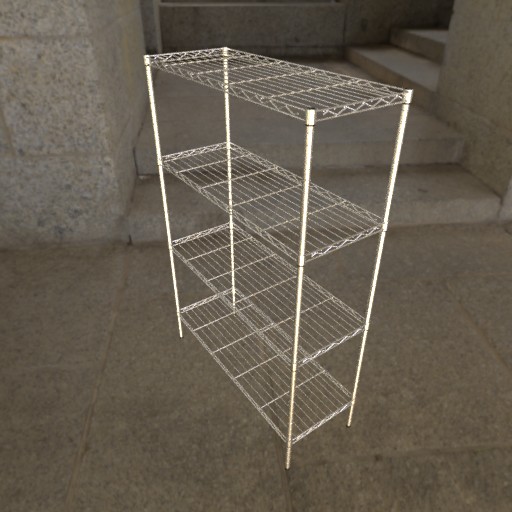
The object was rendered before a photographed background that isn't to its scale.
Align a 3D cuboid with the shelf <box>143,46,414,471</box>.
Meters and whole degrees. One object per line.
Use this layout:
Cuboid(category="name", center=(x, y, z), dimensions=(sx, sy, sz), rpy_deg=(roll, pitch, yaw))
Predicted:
Cuboid(category="shelf", center=(0.000, 0.000, 1.719), dimensions=(0.352, 1.360, 0.907), rpy_deg=(-21, 38, -29))
